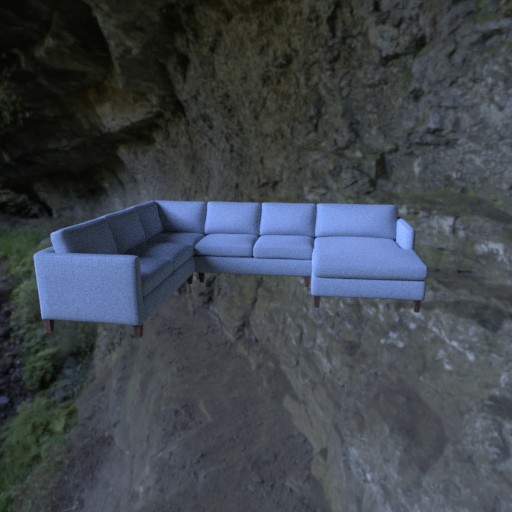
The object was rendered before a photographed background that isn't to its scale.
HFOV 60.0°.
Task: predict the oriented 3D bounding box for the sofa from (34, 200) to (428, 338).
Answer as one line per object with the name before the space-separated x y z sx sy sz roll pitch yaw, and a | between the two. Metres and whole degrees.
sofa | 0.000 0.000 4.678 3.403 0.889 2.551 2 14 8
